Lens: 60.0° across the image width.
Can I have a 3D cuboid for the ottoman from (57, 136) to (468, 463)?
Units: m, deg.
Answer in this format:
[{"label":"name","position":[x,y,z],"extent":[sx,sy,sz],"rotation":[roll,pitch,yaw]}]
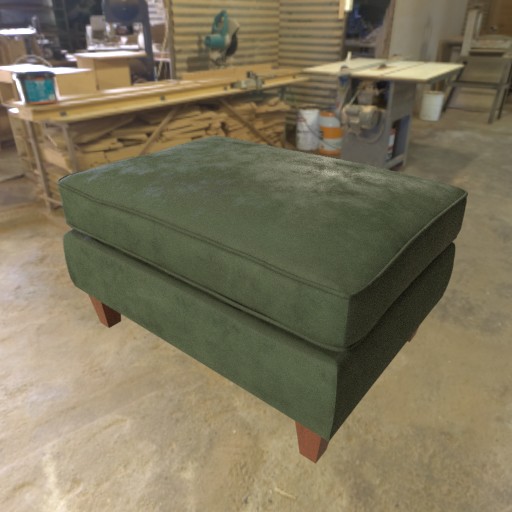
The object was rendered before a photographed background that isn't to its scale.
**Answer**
[{"label":"ottoman","position":[0.000,0.000,1.187],"extent":[0.864,0.495,0.632],"rotation":[21,35,33]}]
